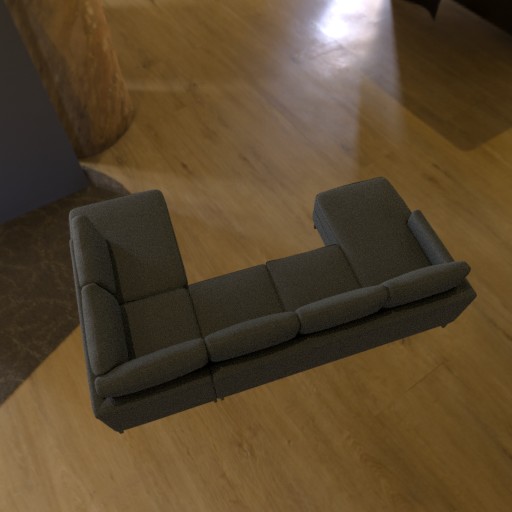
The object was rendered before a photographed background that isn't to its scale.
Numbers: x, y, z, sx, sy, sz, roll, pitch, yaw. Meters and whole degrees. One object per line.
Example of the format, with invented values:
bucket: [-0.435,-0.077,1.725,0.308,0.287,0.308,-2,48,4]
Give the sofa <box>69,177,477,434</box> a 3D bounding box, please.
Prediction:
sofa: [0.000,0.000,3.810,2.975,0.858,1.984,-16,59,-10]
